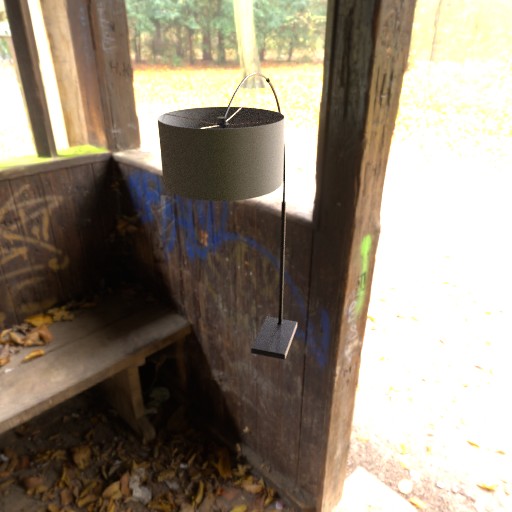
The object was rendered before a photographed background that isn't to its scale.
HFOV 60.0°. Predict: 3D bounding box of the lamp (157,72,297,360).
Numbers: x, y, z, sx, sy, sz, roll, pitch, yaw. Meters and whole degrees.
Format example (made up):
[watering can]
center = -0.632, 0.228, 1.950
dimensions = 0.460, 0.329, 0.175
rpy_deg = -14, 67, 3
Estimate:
[lamp]
center = 0.000, 0.000, 2.509
dimensions = 0.493, 1.927, 1.424
rpy_deg = 8, 28, 15
